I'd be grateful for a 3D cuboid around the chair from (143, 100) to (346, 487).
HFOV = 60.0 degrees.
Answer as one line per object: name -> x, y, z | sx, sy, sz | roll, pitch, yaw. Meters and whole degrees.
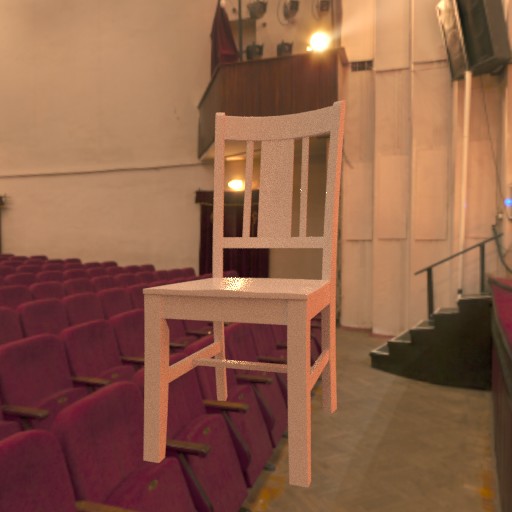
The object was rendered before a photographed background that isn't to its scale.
chair -> 0.000, 0.000, 1.272 | 0.450, 0.998, 0.555 | 0, 1, 17
